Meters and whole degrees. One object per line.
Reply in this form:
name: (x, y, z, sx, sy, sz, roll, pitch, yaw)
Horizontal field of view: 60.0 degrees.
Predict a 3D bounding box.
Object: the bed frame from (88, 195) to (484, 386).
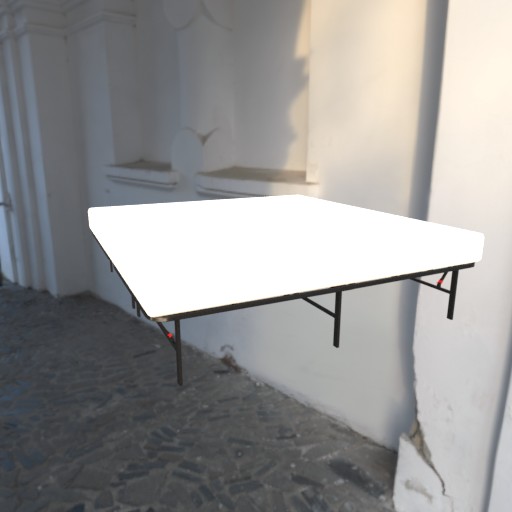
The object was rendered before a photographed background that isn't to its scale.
bed frame: (0.000, 0.000, 3.059, 1.935, 0.525, 2.033, -7, 16, -25)
